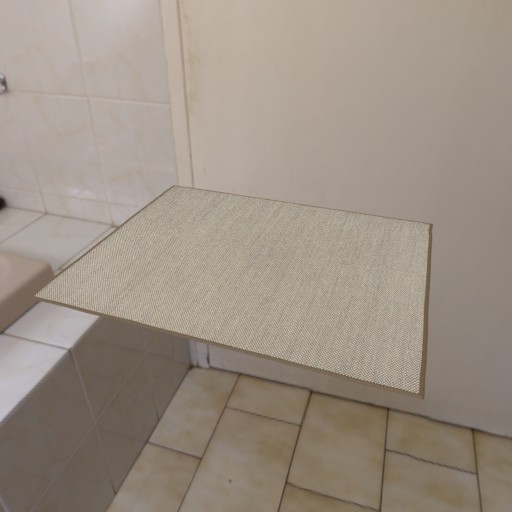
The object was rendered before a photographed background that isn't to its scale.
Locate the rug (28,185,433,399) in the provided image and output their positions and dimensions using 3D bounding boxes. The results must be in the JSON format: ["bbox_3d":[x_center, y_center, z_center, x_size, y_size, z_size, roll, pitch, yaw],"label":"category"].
[{"bbox_3d":[0.000,0.000,4.067,3.041,0.020,2.413,11,34,17],"label":"rug"}]
